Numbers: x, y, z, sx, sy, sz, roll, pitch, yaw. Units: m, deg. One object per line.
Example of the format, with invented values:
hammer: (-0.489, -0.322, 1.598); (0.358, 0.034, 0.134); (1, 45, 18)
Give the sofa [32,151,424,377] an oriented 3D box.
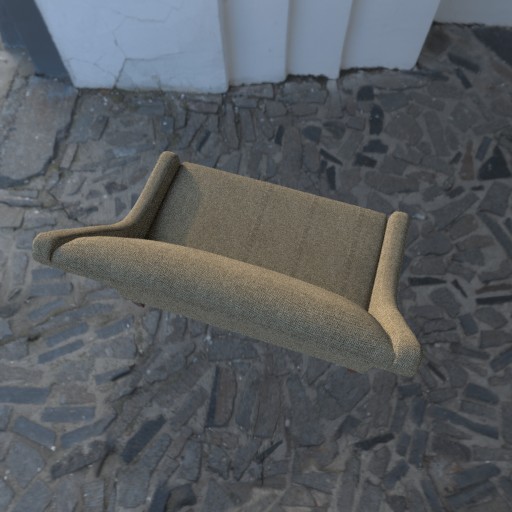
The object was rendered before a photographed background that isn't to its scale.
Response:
sofa: (0.000, 0.000, 1.906); (1.242, 1.021, 0.870); (16, 65, 8)
